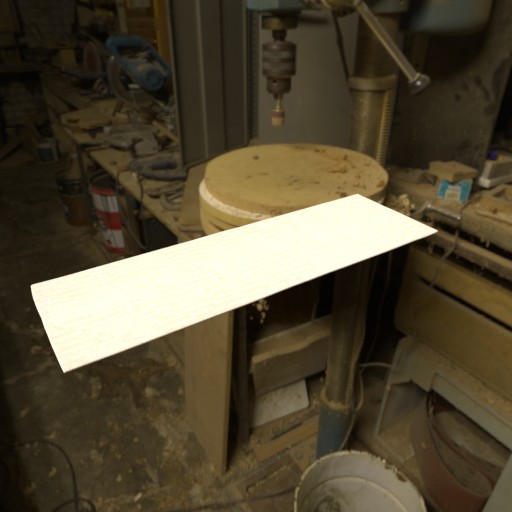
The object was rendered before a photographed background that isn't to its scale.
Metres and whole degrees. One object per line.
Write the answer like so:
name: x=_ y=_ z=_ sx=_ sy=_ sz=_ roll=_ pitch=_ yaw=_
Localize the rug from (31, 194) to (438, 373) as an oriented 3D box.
rug: x=0.000 y=0.000 z=2.715 sx=2.450 sy=0.014 sz=0.793 roll=-18 pitch=35 yaw=-28
